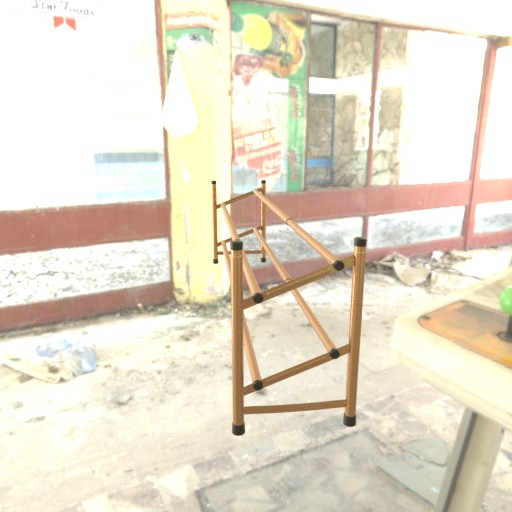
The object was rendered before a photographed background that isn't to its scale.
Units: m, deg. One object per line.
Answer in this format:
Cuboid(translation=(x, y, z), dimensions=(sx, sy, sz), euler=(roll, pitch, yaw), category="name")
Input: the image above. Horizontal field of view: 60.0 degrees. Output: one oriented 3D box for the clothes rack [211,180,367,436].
Cuboid(translation=(0.000, 0.000, 1.309), dimensions=(0.229, 0.349, 1.168), euler=(-2, 15, -7), category="clothes rack")
